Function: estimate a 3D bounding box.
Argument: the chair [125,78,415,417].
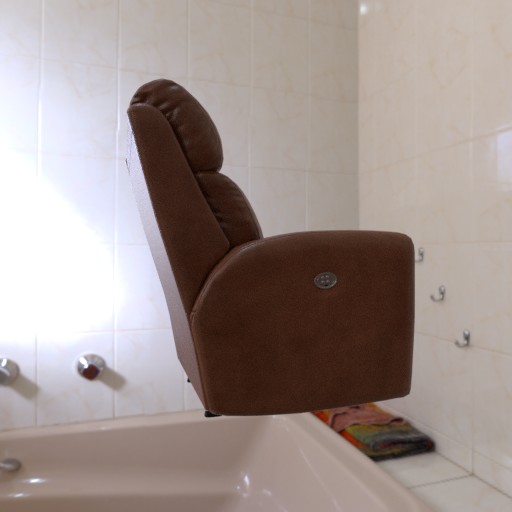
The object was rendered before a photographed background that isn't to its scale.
[{"bbox_3d":[0.000,0.000,1.661,0.939,1.016,0.787,0,0,-17],"label":"chair"}]
